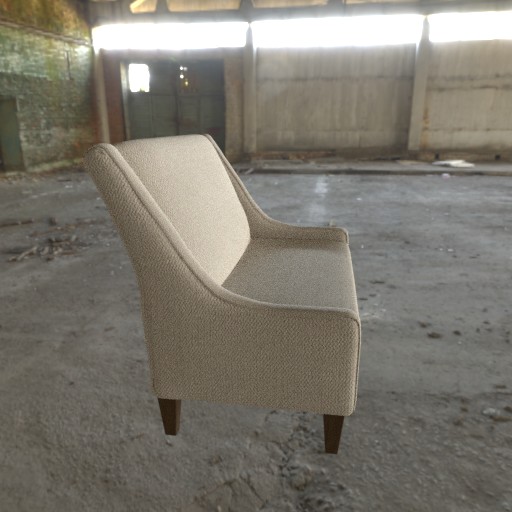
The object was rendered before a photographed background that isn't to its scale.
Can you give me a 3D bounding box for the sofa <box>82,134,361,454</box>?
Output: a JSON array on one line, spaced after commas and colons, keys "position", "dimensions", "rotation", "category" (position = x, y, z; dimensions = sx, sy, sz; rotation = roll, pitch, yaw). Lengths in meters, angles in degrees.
[{"position": [0.000, 0.000, 1.964], "dimensions": [0.870, 1.022, 1.242], "rotation": [3, 17, 9], "category": "sofa"}]
